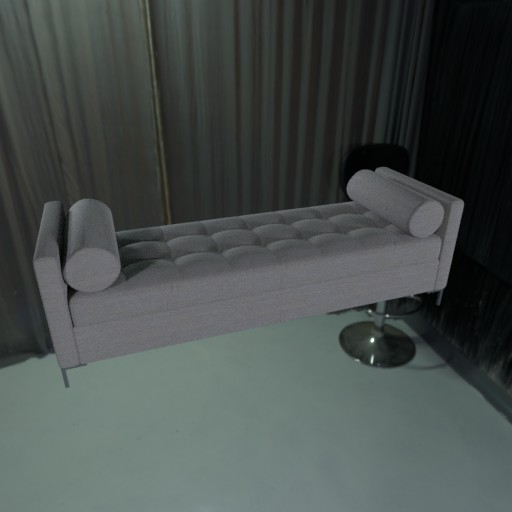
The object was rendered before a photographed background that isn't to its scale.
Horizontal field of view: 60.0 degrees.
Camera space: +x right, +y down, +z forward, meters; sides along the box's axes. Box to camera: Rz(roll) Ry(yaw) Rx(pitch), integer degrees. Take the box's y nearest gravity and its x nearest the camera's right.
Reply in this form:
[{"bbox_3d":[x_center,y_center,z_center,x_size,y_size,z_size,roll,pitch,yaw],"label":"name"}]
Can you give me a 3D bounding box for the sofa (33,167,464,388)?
[{"bbox_3d":[0.000,0.000,2.333,1.981,0.635,0.686,-9,28,-17],"label":"sofa"}]
